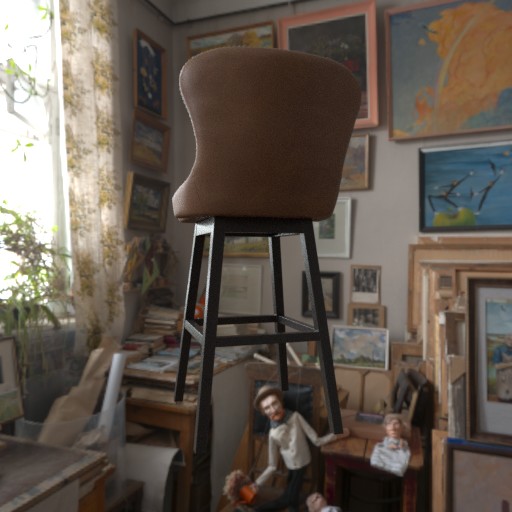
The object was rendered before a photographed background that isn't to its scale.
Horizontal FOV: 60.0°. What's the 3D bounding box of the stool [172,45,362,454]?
[{"bbox_3d":[0.000,0.000,1.396,0.528,1.050,0.601,0,0,-18],"label":"stool"}]
